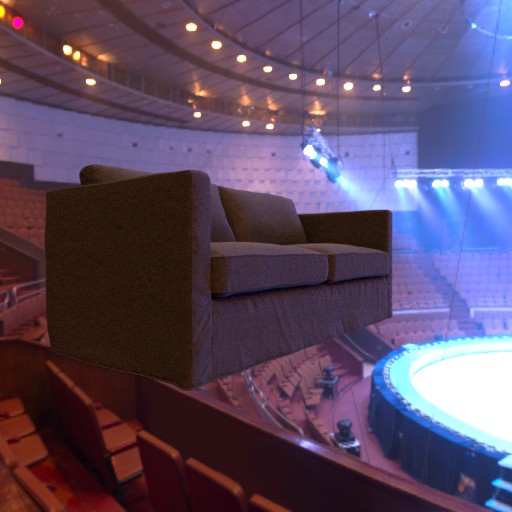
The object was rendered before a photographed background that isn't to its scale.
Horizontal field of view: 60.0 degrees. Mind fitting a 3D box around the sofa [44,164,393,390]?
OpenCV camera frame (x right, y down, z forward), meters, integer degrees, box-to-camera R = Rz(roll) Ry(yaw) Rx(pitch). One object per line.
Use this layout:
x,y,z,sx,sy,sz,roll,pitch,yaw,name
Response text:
0.000,0.000,2.499,0.953,0.855,1.982,1,1,36,sofa
